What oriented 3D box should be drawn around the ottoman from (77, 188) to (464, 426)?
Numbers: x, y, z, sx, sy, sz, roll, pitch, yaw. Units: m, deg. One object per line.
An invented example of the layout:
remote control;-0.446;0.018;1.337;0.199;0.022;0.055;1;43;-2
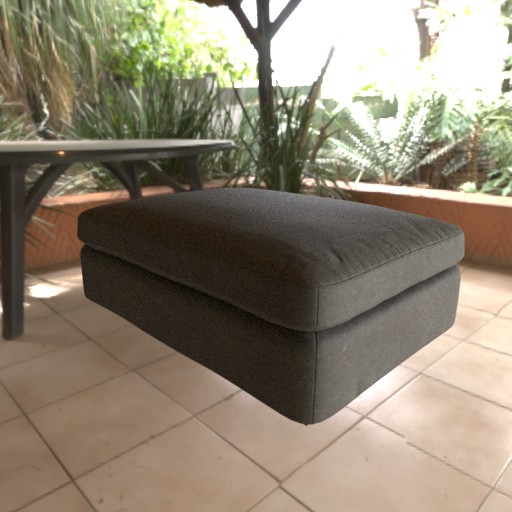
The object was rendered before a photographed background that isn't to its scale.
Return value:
ottoman;0.000;0.000;1.613;0.840;0.429;1.199;-16;23;-42
